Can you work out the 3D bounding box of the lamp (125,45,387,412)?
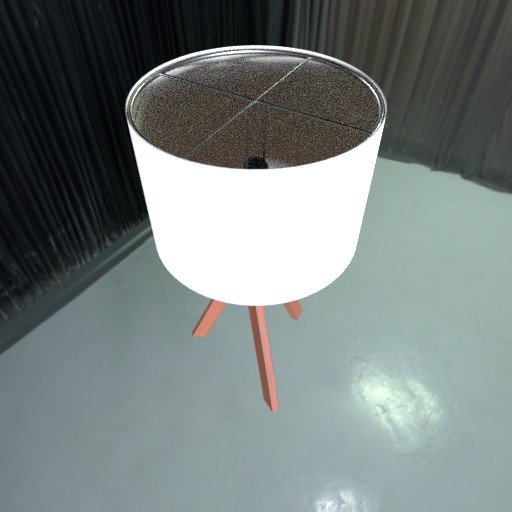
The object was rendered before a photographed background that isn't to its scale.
[{"bbox_3d":[0.000,0.000,0.903,0.380,0.686,0.380,23,50,21],"label":"lamp"}]
